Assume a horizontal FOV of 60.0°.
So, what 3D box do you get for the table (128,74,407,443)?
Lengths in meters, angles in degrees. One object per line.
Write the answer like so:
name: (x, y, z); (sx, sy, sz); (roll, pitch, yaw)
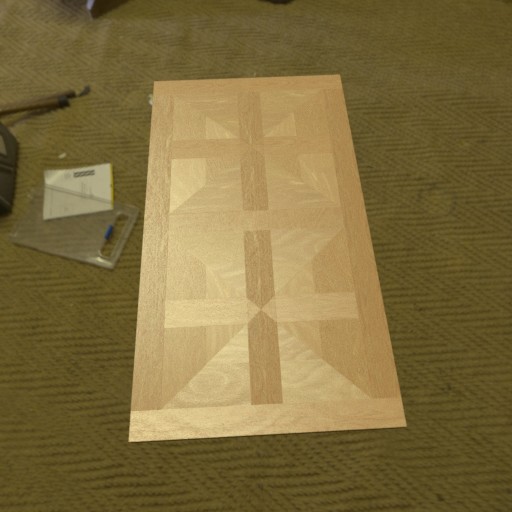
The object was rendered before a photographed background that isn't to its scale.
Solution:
table: (0.000, 0.000, 1.639); (0.711, 0.507, 1.270); (-3, 64, -1)
